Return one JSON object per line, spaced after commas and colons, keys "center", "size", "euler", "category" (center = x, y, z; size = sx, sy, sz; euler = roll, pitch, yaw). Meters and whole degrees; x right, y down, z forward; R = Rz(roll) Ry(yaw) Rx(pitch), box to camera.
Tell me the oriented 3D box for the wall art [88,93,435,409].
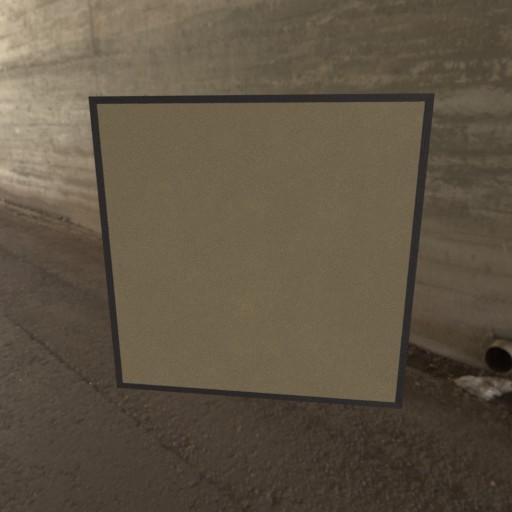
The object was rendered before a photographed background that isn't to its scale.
{"center": [0.000, 0.000, 0.442], "size": [0.302, 0.300, 0.036], "euler": [2, 16, 7], "category": "wall art"}
